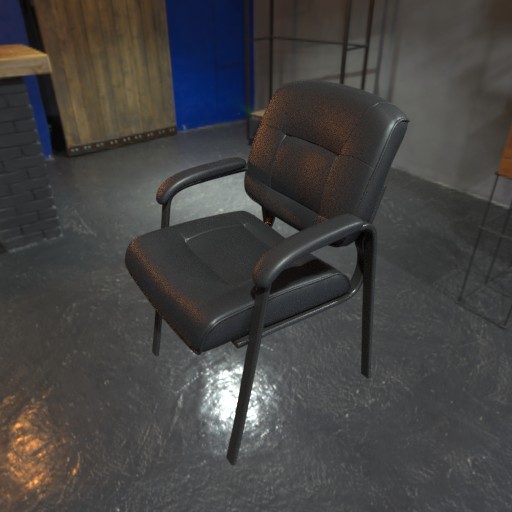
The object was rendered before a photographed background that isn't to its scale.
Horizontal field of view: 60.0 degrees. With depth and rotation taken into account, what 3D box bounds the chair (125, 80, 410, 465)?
[{"bbox_3d":[0.000,0.000,1.322,0.668,0.910,0.591,-20,37,-29],"label":"chair"}]
